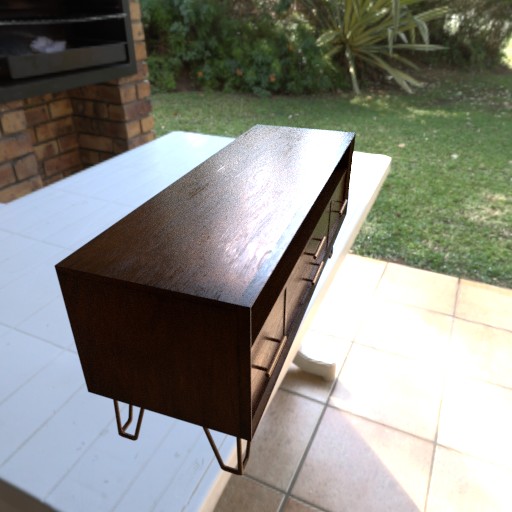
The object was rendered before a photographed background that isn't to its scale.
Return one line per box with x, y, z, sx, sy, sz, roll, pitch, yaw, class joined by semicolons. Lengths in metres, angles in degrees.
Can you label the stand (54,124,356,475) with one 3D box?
0.000;0.000;1.639;0.481;0.610;1.372;10;32;17;stand
